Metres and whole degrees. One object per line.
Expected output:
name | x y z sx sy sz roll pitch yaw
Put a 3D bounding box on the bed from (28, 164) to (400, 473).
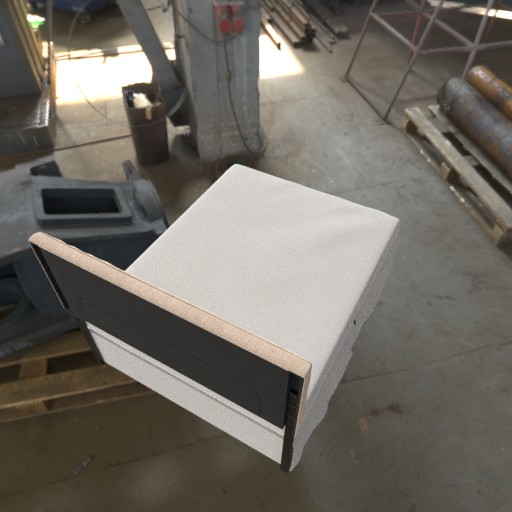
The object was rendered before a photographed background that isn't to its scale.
bed | 0.000 0.000 3.060 1.643 1.270 1.978 22 51 20
